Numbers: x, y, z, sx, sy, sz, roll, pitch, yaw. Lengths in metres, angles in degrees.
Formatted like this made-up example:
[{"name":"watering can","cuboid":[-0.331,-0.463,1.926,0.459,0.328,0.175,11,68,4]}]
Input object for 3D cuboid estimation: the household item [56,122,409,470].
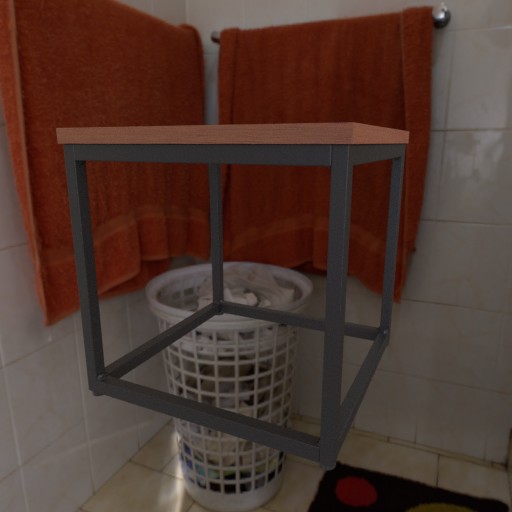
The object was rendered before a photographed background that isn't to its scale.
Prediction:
[{"name":"household item","cuboid":[0.000,0.000,0.732,0.400,0.400,0.400,7,16,25]}]
